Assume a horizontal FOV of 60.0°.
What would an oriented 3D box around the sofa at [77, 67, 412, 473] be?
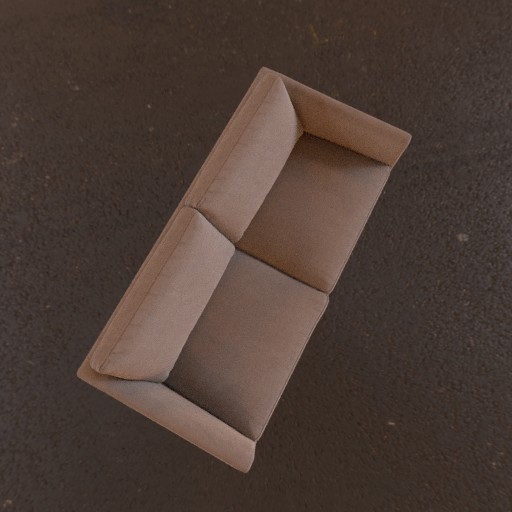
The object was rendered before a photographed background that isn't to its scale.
[{"bbox_3d":[0.000,0.000,2.837,1.090,0.838,2.588,27,78,7],"label":"sofa"}]
